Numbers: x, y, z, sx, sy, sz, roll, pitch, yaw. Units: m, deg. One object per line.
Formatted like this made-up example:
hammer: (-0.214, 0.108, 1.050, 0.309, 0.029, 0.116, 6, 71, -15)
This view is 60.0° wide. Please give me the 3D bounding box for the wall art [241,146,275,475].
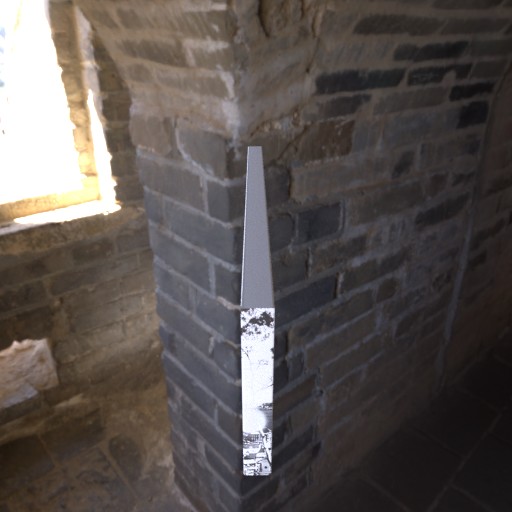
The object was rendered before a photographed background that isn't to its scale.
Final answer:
wall art: (0.000, 0.000, 0.862, 0.036, 0.256, 0.766, 0, 26, 0)
